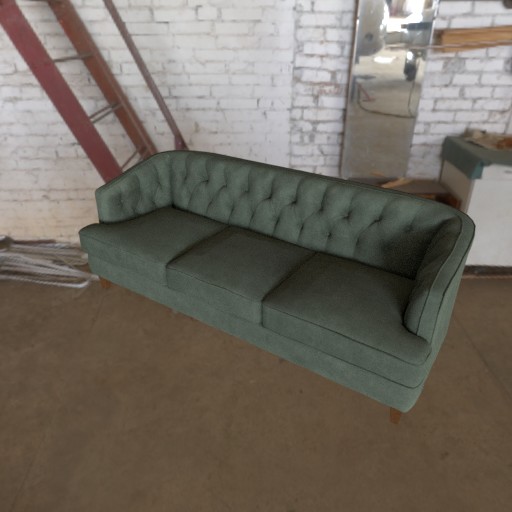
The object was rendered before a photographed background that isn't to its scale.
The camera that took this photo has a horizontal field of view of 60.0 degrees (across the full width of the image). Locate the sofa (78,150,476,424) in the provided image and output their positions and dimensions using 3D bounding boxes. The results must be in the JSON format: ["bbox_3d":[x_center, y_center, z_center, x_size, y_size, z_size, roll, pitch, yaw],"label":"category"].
[{"bbox_3d":[0.000,0.000,2.715,2.278,0.855,0.941,18,34,29],"label":"sofa"}]
